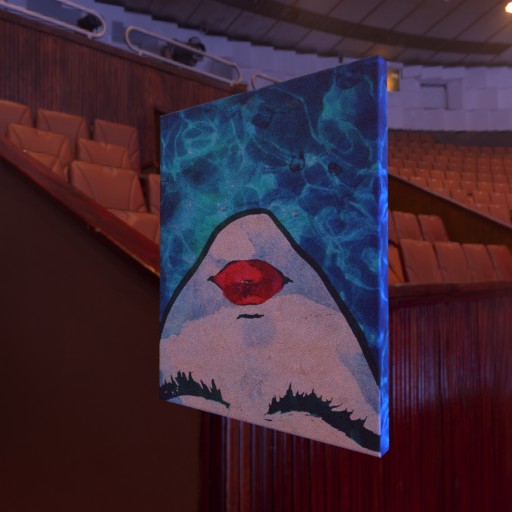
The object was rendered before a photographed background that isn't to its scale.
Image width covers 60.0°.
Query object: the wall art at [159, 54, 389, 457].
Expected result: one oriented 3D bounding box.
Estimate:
[{"bbox_3d":[0.000,0.000,0.861,0.508,0.635,0.038,-1,-1,36],"label":"wall art"}]
